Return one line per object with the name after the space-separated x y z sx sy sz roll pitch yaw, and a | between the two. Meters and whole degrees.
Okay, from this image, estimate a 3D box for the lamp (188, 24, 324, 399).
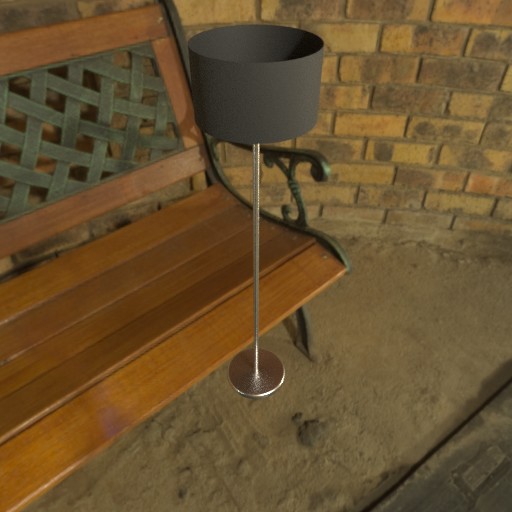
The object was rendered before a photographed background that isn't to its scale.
0.000 0.000 1.603 0.348 1.443 0.348 11 42 12 | lamp
